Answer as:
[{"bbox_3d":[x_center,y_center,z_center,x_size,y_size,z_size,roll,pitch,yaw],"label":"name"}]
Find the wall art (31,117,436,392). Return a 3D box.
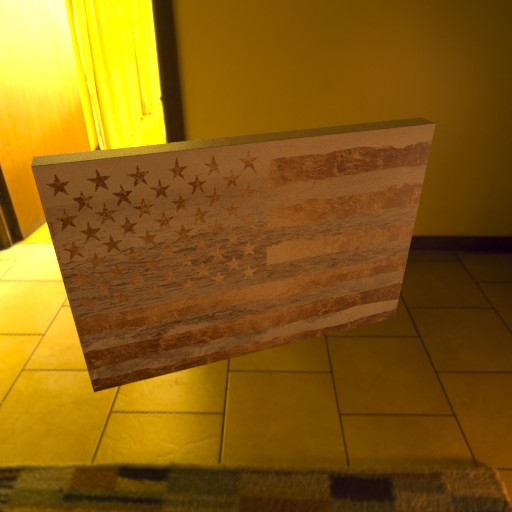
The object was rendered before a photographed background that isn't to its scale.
[{"bbox_3d":[0.000,0.000,0.758,0.606,0.407,0.041,-10,33,-16],"label":"wall art"}]
